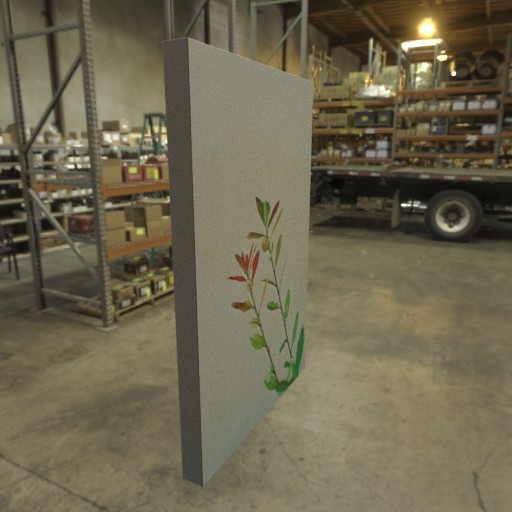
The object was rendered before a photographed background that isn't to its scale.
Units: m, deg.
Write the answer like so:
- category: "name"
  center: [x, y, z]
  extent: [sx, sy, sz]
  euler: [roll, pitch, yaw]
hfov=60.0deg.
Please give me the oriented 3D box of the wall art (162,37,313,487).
- category: "wall art"
  center: [0.000, 0.000, 0.766]
  extent: [0.038, 0.611, 0.408]
  euler: [7, 16, 27]
